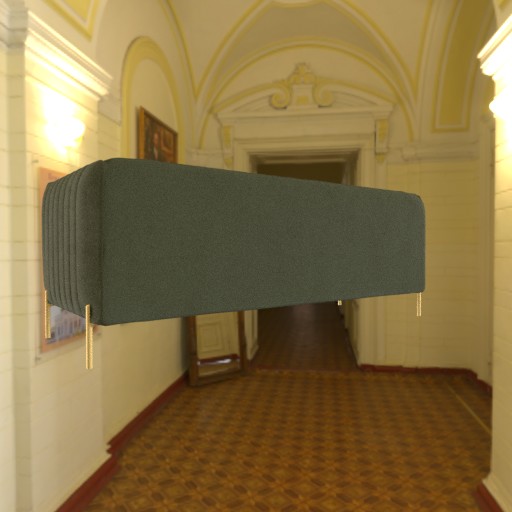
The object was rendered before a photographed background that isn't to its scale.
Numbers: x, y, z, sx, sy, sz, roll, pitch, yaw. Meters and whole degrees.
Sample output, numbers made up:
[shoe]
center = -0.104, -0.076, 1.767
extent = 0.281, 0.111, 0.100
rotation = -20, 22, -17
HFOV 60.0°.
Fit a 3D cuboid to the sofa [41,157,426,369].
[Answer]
[sofa]
center = 0.000, 0.000, 2.553
extent = 2.137, 0.793, 0.896
rotation = -1, 1, -37
